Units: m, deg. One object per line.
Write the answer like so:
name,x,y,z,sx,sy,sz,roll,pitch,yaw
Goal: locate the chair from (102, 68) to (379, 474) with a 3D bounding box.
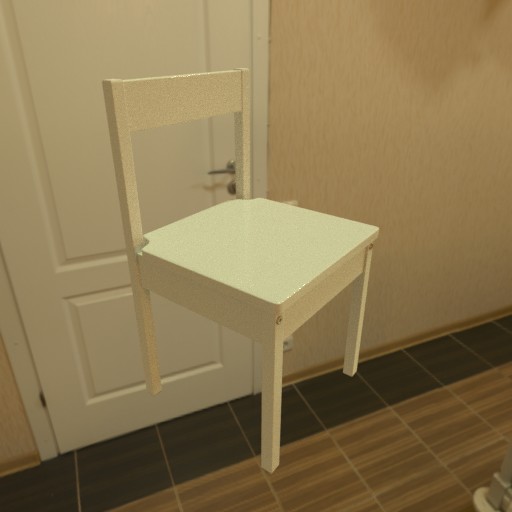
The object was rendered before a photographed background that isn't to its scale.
chair,0.000,0.000,0.893,0.361,0.668,0.367,19,32,33
